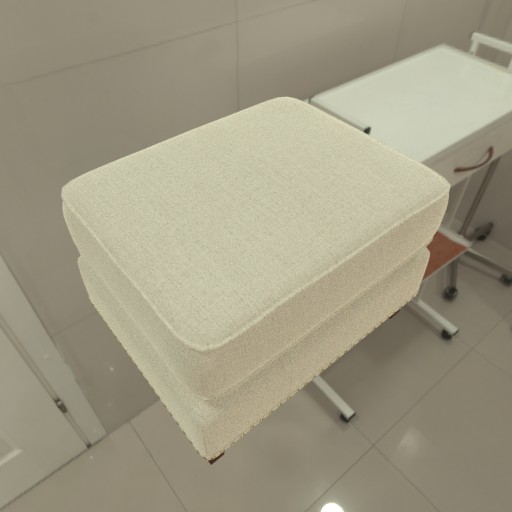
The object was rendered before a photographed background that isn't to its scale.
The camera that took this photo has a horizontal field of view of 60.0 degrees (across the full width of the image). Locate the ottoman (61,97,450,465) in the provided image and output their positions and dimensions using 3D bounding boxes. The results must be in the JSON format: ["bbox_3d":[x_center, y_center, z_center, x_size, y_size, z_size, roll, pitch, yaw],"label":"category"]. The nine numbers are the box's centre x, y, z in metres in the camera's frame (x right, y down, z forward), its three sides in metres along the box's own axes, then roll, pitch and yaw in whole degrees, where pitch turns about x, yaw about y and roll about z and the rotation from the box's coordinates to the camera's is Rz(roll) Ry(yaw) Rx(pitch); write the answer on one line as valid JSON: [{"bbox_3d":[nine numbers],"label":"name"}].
[{"bbox_3d":[0.000,0.000,1.124,0.738,0.537,0.589,-31,53,-26],"label":"ottoman"}]
